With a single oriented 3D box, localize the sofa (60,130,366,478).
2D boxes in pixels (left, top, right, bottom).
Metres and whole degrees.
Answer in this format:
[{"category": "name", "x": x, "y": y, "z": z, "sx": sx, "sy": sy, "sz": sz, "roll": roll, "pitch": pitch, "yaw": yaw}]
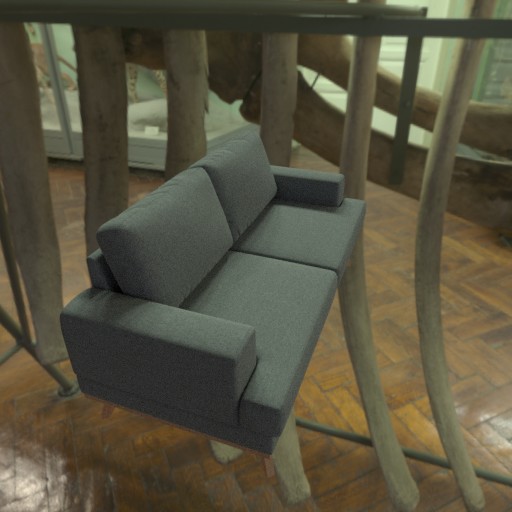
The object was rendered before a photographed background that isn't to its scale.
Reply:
[{"category": "sofa", "x": 0.000, "y": 0.000, "z": 2.046, "sx": 0.785, "sy": 0.810, "sz": 1.650, "roll": 11, "pitch": 32, "yaw": 18}]
